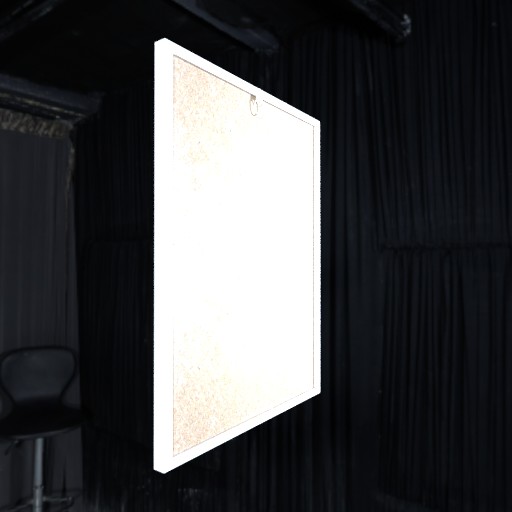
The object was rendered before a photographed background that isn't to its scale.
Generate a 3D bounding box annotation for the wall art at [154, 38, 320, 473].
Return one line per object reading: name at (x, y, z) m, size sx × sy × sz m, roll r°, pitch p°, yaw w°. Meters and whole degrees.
wall art at (0.000, 0.000, 1.410) m, size 0.042 × 1.056 × 0.805 m, roll 0°, pitch -1°, yaw 36°
